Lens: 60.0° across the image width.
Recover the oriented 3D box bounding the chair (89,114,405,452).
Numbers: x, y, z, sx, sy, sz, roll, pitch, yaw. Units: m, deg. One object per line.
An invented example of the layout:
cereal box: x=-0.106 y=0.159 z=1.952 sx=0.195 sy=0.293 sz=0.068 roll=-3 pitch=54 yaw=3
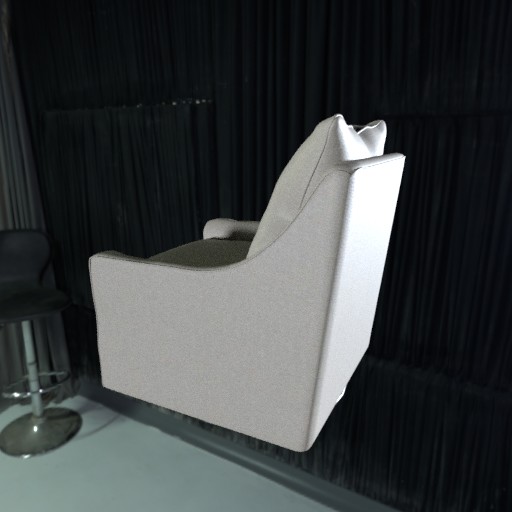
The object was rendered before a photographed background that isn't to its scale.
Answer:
chair: x=0.000 y=0.000 z=1.596 sx=0.876 sy=0.942 sz=0.760 roll=8 pitch=17 yaw=26
